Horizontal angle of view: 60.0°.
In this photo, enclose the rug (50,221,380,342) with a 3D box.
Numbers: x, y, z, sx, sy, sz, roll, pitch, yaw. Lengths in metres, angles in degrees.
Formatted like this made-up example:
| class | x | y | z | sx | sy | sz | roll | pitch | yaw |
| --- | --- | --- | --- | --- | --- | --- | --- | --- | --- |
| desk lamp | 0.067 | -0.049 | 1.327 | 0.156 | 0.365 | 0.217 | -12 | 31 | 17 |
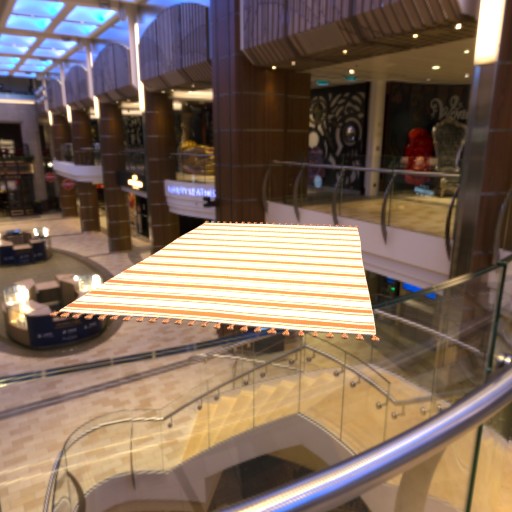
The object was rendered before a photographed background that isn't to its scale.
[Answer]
| class | x | y | z | sx | sy | sz | roll | pitch | yaw |
| --- | --- | --- | --- | --- | --- | --- | --- | --- | --- |
| rug | 0.000 | 0.000 | 2.581 | 1.232 | 0.017 | 2.092 | 3 | 15 | 10 |
